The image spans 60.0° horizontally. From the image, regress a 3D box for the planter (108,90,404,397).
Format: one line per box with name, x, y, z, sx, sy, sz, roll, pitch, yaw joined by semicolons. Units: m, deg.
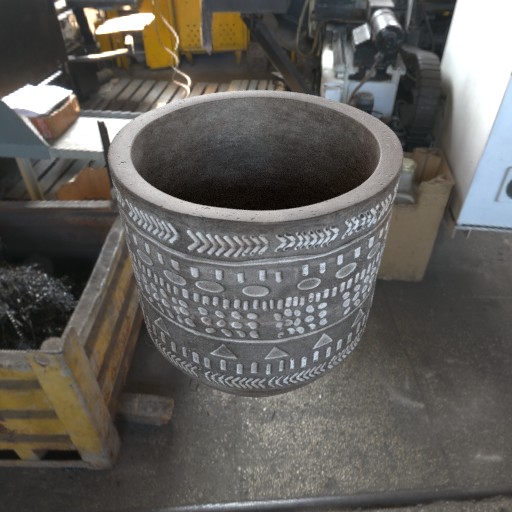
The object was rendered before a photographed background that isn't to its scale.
planter;0.000;0.000;0.226;0.122;0.128;0.122;0;40;0
